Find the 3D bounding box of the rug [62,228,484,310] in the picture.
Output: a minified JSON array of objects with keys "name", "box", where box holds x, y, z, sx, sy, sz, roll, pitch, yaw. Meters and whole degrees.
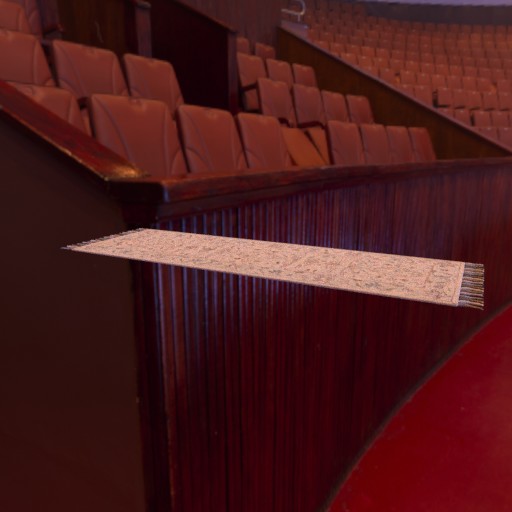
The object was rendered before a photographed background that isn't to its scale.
[{"name":"rug","box":[0.000,0.000,2.651,2.440,0.013,0.769,7,16,26]}]
